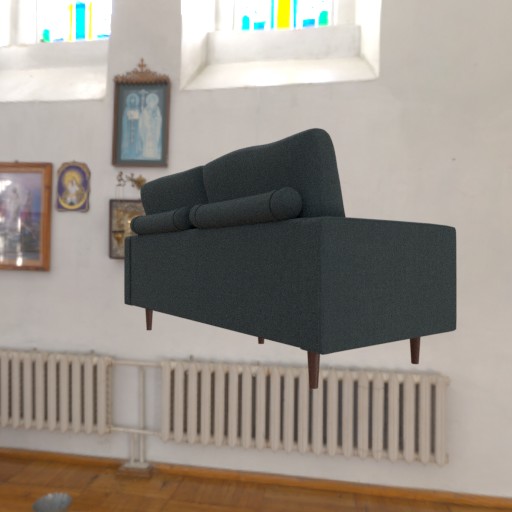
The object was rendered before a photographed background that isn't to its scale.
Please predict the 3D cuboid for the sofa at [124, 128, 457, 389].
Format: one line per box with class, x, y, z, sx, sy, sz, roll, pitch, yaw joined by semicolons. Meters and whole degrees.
sofa;0.000;0.000;2.635;0.966;1.050;2.010;0;0;-36
